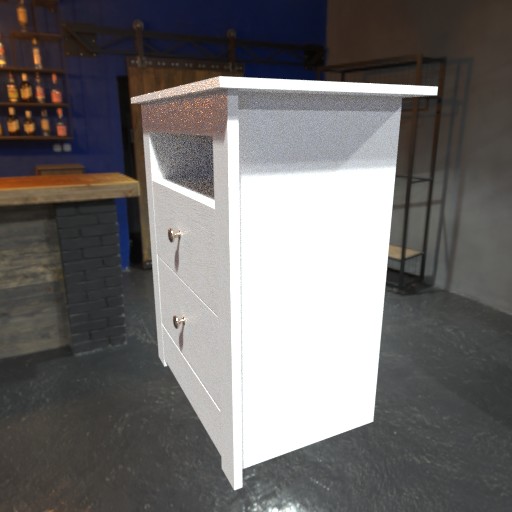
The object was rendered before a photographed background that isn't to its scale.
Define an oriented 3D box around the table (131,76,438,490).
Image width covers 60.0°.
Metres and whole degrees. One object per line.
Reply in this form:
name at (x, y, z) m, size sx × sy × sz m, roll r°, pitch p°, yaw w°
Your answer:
table at (0.000, 0.000, 1.030) m, size 0.406 × 0.711 × 0.589 m, roll -8°, pitch 19°, yaw -25°
